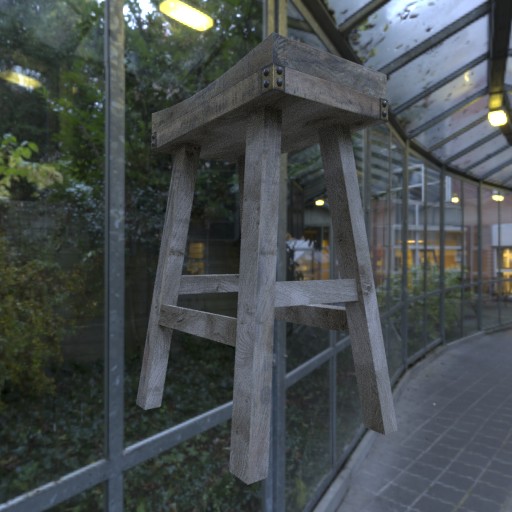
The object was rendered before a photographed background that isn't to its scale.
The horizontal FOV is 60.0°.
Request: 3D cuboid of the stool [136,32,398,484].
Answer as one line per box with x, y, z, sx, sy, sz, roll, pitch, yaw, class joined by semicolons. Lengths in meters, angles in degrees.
0.000;0.000;0.880;0.330;0.635;0.450;0;-1;-36;stool
